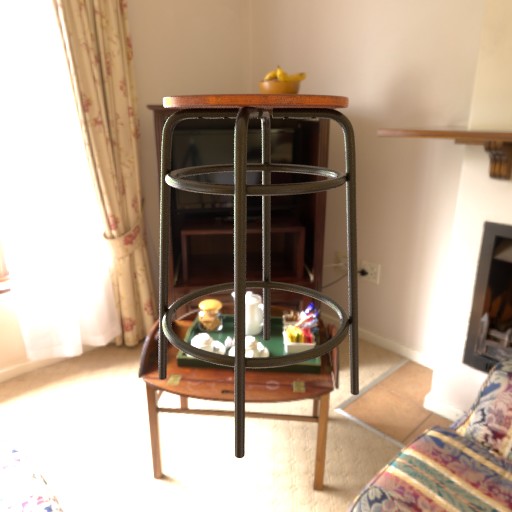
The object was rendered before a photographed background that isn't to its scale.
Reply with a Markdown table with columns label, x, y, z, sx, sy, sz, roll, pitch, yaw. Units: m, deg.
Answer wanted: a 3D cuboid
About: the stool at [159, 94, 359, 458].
| label | x | y | z | sx | sy | sz | roll | pitch | yaw |
| --- | --- | --- | --- | --- | --- | --- | --- | --- | --- |
| stool | 0.000 | 0.000 | 0.908 | 0.455 | 0.610 | 0.455 | 2 | 18 | 7 |
